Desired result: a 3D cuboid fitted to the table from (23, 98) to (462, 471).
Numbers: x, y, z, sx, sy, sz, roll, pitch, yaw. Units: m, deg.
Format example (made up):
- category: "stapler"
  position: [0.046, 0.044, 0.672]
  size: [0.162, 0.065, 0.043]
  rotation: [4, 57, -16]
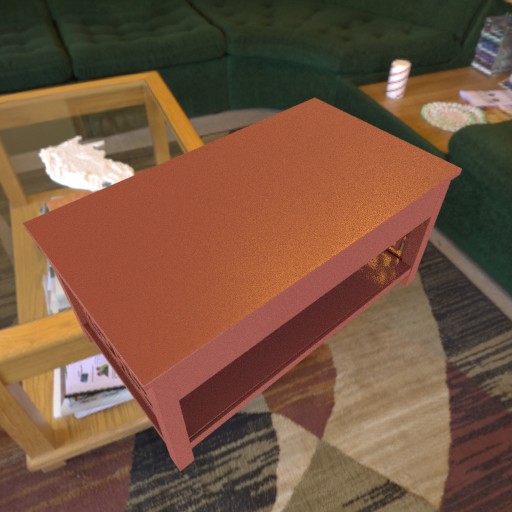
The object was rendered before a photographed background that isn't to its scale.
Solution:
- category: "table"
  position: [0.000, 0.000, 1.393]
  size: [1.068, 0.493, 0.612]
  rotation: [-31, 53, -27]
